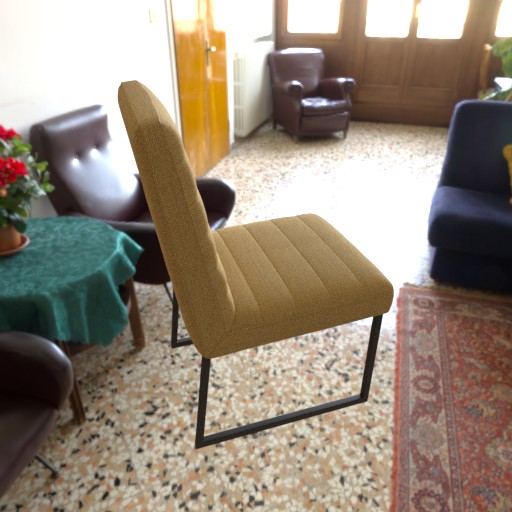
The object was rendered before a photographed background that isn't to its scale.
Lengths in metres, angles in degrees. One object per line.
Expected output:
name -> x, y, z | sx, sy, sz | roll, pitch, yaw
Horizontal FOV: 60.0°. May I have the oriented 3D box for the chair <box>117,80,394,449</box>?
chair -> 0.000, 0.000, 1.291 | 0.634, 0.930, 0.520 | -9, 31, -16
